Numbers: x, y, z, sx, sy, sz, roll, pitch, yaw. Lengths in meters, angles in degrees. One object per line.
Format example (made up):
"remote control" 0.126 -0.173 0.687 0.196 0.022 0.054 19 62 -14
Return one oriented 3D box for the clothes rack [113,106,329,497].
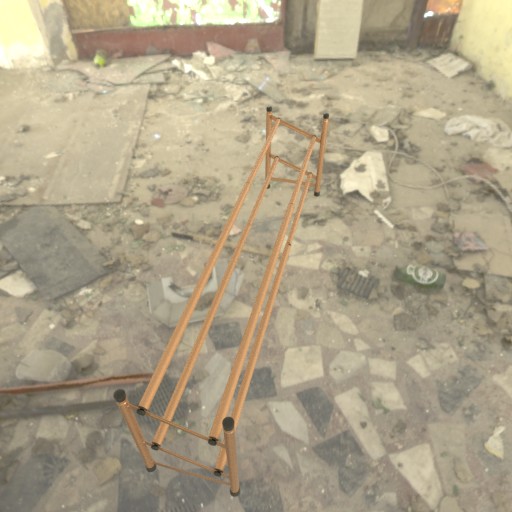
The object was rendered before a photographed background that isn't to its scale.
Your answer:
"clothes rack" 0.000 0.000 1.291 0.229 0.349 1.168 11 46 10
